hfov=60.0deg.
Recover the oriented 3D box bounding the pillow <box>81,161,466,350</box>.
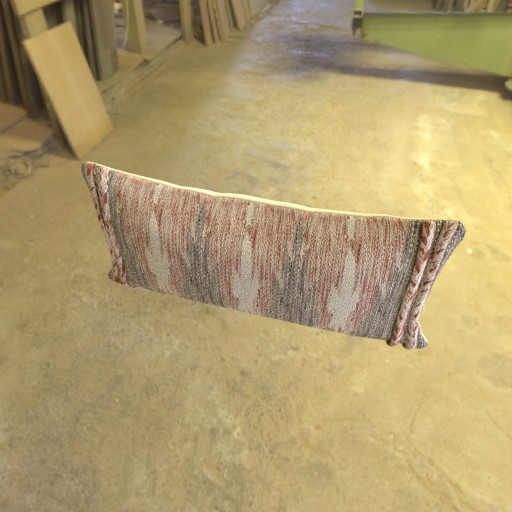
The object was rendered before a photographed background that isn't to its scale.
[{"bbox_3d":[0.000,0.000,0.769,0.635,0.282,0.139,11,42,12],"label":"pillow"}]
